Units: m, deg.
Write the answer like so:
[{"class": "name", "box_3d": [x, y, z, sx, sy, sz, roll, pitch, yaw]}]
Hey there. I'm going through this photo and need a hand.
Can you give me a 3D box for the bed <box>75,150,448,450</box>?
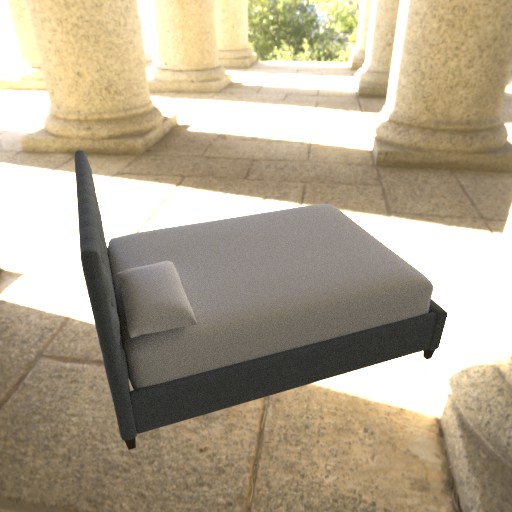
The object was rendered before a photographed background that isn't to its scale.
[{"class": "bed", "box_3d": [0.000, 0.000, 3.376, 2.335, 1.411, 1.698, -11, 32, -18]}]
